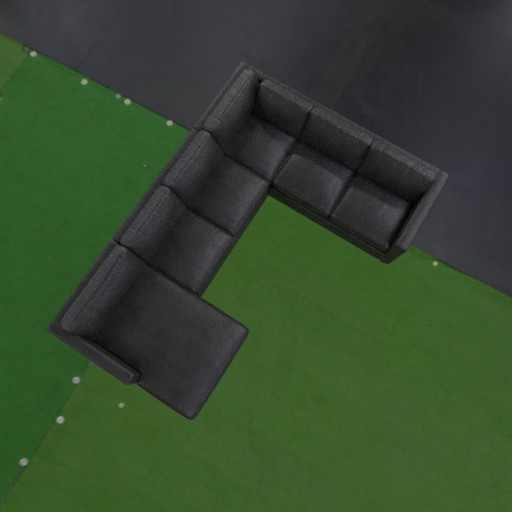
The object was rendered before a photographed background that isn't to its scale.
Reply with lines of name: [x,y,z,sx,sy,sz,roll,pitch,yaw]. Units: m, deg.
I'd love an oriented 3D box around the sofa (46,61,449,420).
sofa: [0.000,0.000,4.482,2.452,0.891,3.324,31,78,7]
